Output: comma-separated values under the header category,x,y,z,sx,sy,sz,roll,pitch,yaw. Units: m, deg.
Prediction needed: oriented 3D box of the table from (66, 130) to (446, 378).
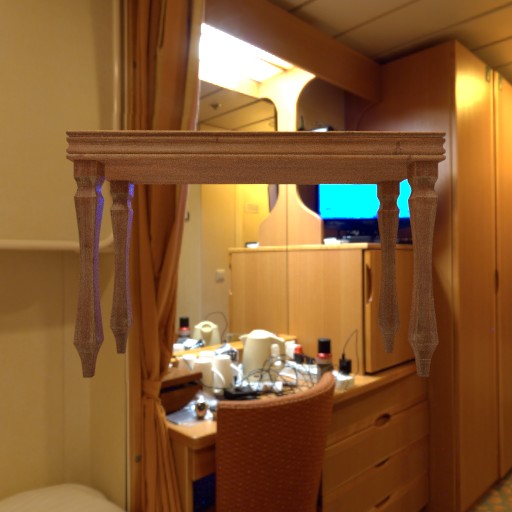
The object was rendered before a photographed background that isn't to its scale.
category,x,y,z,sx,sy,sz,roll,pitch,yaw
table,0.000,0.000,1.808,1.330,0.873,0.522,0,-1,-1
